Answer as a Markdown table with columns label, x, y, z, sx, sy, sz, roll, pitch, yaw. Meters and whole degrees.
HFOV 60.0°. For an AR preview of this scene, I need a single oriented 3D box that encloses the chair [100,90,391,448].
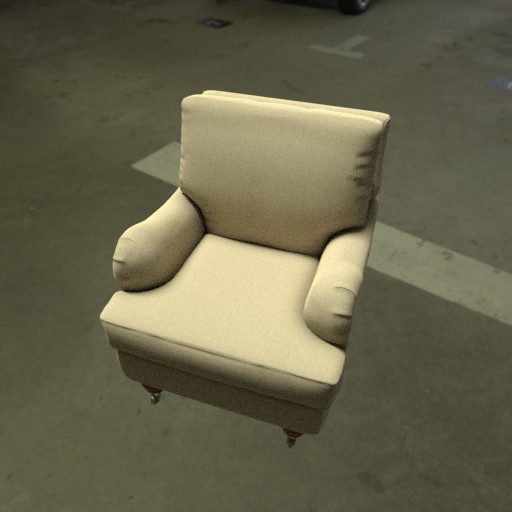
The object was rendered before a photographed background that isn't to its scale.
| label | x | y | z | sx | sy | sz | roll | pitch | yaw |
| --- | --- | --- | --- | --- | --- | --- | --- | --- | --- |
| chair | 0.000 | 0.000 | 1.844 | 0.895 | 1.076 | 1.078 | 12 | 43 | 14 |
